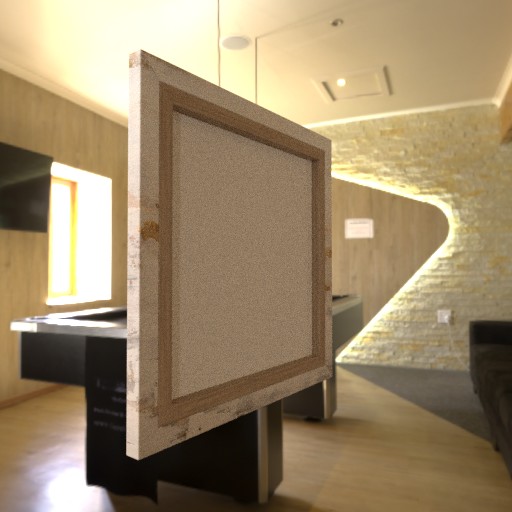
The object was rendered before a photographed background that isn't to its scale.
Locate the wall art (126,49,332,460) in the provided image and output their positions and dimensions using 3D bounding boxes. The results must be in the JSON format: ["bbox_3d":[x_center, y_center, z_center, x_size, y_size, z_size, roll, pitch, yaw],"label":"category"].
[{"bbox_3d":[0.000,0.000,1.123,0.038,0.755,0.753,-1,-1,37],"label":"wall art"}]
